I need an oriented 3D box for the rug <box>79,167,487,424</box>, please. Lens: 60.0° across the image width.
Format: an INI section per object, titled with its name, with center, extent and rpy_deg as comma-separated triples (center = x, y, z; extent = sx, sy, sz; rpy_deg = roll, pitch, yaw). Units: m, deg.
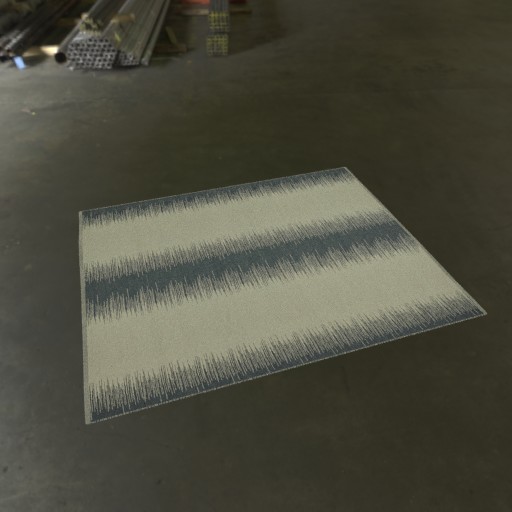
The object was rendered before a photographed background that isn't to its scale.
[rug]
center = 0.000, 0.000, 4.003
extent = 3.037, 0.004, 2.453
rpy_deg = -12, 42, -14
